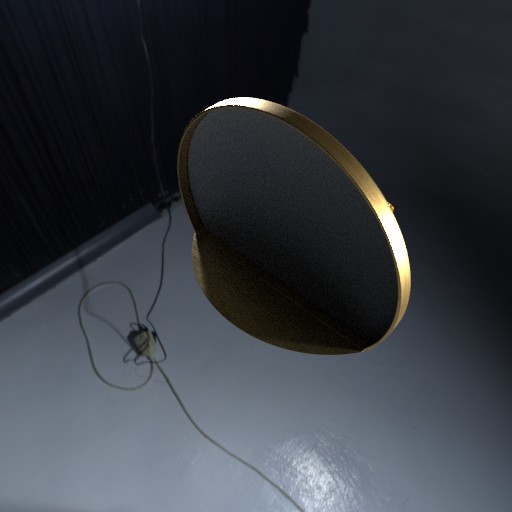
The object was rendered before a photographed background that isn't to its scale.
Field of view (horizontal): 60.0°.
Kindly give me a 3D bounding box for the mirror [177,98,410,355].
[{"bbox_3d":[0.000,0.000,0.701,0.457,0.457,0.133,34,56,27],"label":"mirror"}]
